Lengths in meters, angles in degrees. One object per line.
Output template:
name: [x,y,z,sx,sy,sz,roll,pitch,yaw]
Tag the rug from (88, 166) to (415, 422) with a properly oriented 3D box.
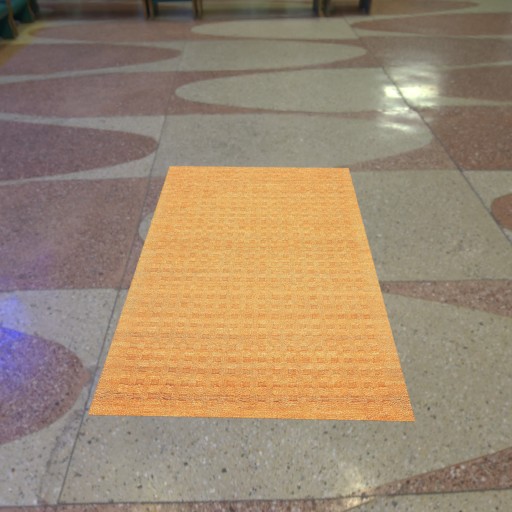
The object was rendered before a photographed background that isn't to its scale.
rug: [0.000,0.000,2.922,1.524,0.006,2.285,1,41,1]
